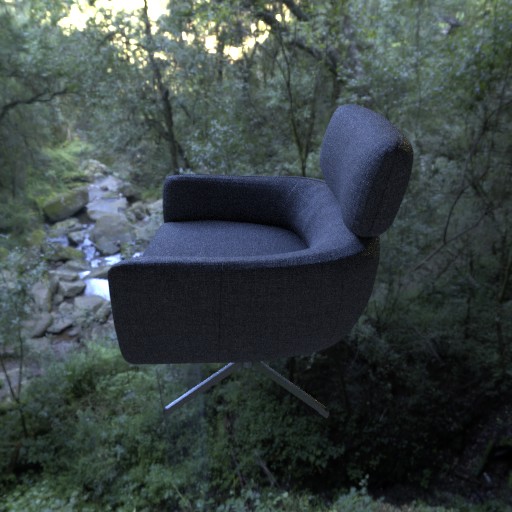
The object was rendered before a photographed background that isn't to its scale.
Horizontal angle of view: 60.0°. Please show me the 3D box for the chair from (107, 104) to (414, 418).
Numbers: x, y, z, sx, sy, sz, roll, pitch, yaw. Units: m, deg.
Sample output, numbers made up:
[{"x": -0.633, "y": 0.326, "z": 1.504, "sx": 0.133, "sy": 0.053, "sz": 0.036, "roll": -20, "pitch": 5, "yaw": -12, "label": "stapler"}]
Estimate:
[{"x": 0.000, "y": 0.000, "z": 1.314, "sx": 0.715, "sy": 0.812, "sz": 0.706, "roll": 0, "pitch": 27, "yaw": 0, "label": "chair"}]
